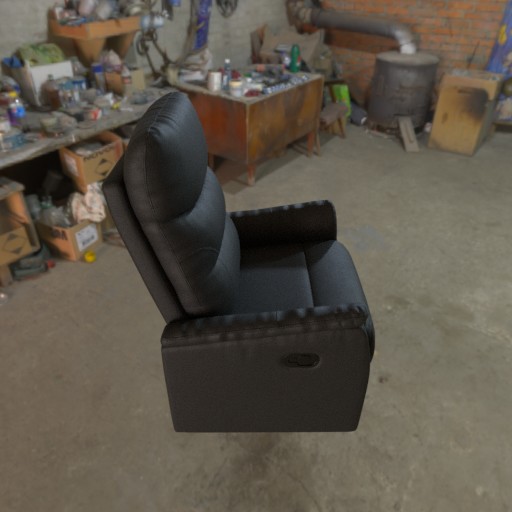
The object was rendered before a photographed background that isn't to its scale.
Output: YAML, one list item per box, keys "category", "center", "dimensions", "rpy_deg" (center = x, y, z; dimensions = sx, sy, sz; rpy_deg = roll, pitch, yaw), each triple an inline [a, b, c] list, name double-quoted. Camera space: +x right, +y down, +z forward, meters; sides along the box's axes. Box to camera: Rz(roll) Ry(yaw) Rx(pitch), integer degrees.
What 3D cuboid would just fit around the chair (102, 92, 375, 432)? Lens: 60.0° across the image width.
- category: "chair"
  center: [0.000, 0.000, 1.618]
  dimensions: [0.831, 1.082, 0.775]
  rpy_deg: [0, 33, 0]
